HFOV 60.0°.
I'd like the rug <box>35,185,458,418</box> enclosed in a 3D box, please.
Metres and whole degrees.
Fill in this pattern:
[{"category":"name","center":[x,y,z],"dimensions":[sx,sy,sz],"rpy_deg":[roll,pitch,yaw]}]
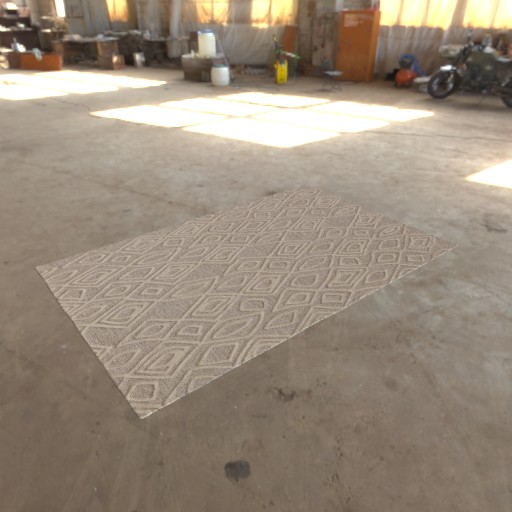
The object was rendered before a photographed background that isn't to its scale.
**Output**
[{"category":"rug","center":[0.000,0.000,2.994],"dimensions":[2.442,0.010,1.546],"rpy_deg":[-21,36,-33]}]
